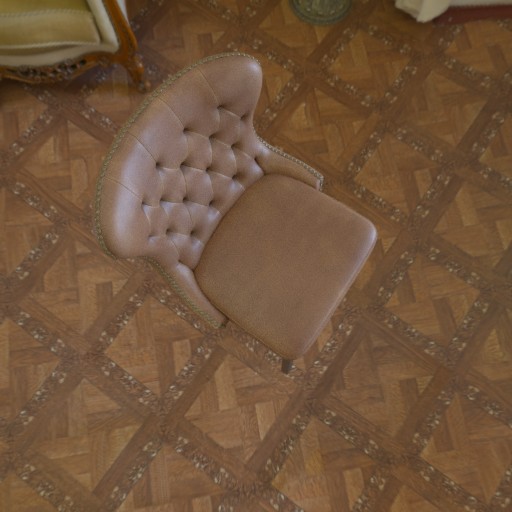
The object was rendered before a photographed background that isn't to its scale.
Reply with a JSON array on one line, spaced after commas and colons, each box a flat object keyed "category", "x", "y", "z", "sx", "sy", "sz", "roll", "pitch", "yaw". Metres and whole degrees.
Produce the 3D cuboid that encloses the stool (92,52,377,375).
[{"category": "stool", "x": 0.000, "y": 0.000, "z": 1.344, "sx": 0.601, "sy": 1.050, "sz": 0.528, "roll": 33, "pitch": 78, "yaw": 8}]
